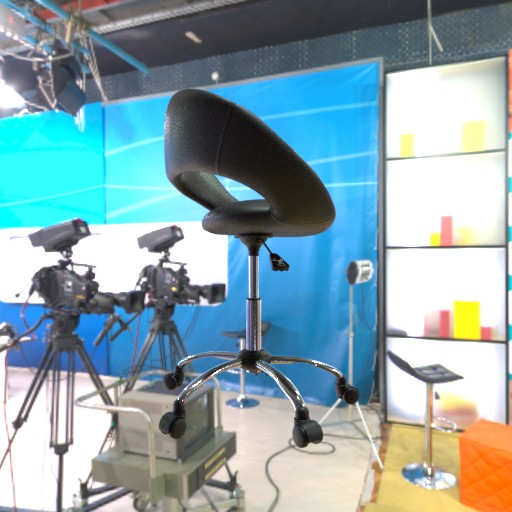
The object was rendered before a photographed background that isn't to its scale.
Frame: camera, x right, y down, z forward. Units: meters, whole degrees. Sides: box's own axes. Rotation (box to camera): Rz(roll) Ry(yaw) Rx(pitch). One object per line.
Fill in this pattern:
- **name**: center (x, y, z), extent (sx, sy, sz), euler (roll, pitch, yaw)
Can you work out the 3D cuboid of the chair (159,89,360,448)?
- **chair**: center (0.000, 0.000, 1.182), extent (0.538, 0.791, 0.612), euler (0, 0, -18)
